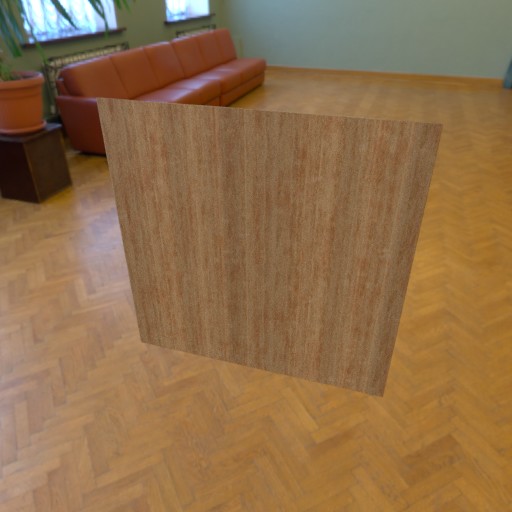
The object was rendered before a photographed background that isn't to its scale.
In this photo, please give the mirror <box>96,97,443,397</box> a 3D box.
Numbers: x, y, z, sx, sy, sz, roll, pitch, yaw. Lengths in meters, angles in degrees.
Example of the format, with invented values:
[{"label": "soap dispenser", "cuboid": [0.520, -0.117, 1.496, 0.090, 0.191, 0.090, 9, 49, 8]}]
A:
[{"label": "mirror", "cuboid": [0.000, 0.000, 0.991, 0.651, 0.651, 0.047, 9, 33, 14]}]
